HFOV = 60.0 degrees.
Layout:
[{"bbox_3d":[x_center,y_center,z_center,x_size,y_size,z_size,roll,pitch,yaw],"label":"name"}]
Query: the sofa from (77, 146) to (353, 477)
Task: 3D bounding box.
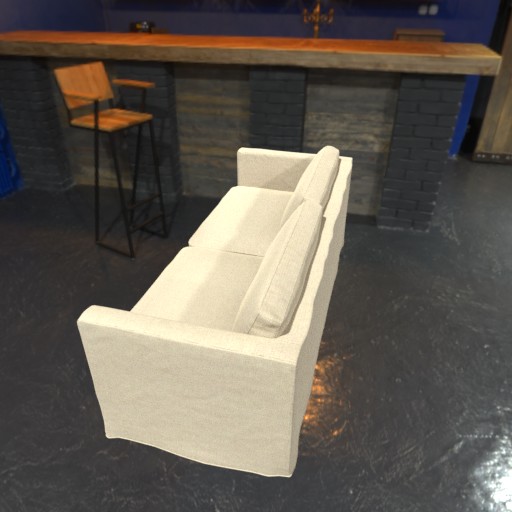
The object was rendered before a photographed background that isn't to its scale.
[{"bbox_3d":[0.000,0.000,2.780,0.962,0.853,2.312,8,33,13],"label":"sofa"}]
